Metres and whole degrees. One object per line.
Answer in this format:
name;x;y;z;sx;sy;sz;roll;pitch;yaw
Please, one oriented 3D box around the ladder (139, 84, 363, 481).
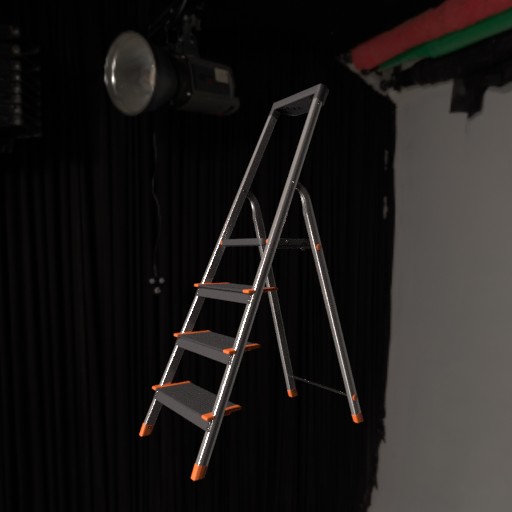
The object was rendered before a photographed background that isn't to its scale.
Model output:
ladder;0.000;0.000;1.837;0.834;1.429;0.452;0;1;-37
